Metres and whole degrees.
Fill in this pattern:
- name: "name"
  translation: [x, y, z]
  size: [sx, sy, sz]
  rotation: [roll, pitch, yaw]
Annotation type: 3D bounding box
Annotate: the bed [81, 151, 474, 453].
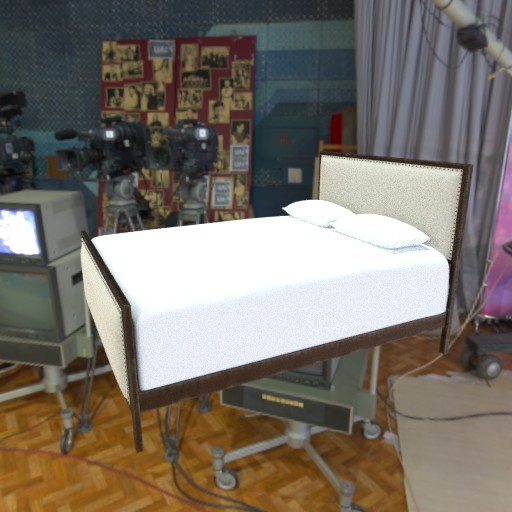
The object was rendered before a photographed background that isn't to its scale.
- name: "bed"
  translation: [0.000, 0.000, 3.146]
  size: [2.221, 1.313, 1.607]
  rotation: [-8, 19, -26]
